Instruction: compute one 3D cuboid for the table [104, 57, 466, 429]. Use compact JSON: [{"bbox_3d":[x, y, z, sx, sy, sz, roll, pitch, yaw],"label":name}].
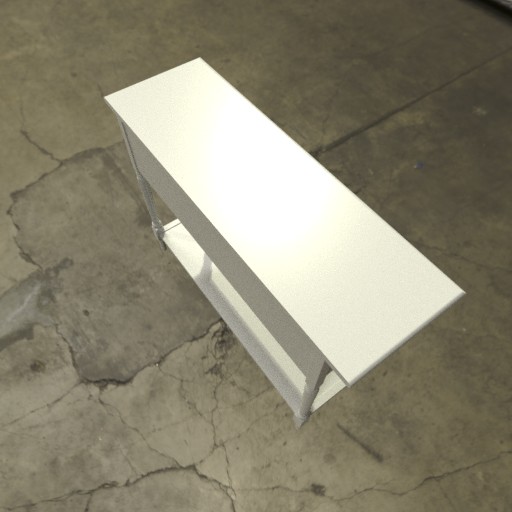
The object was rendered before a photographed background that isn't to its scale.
[{"bbox_3d":[0.000,0.000,1.605,0.384,0.808,1.197,-32,62,-19],"label":"table"}]
